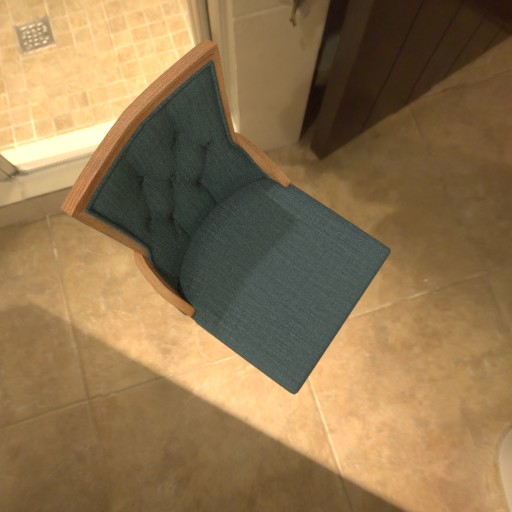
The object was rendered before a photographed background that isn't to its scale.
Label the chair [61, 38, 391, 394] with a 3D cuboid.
[{"bbox_3d":[0.000,0.000,1.291,0.641,0.947,0.524,35,79,8],"label":"chair"}]
